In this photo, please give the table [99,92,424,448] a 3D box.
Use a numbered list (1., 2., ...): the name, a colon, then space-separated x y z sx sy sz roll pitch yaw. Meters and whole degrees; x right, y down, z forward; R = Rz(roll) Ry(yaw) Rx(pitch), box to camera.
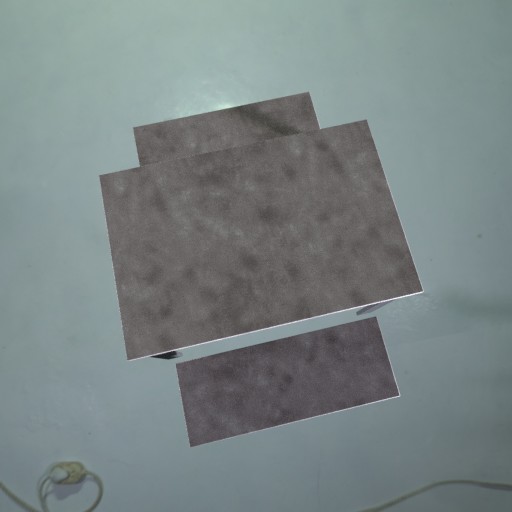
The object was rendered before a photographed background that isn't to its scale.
1. table: 0.000 0.000 2.023 1.100 0.700 1.443 -13 76 -3
